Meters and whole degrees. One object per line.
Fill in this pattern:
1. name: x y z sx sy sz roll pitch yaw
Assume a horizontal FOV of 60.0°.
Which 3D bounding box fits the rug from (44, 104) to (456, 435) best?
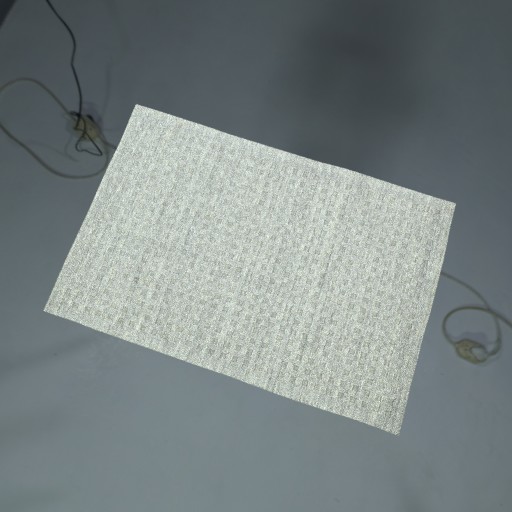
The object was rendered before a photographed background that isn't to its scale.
1. rug: 0.000 0.000 2.859 2.297 0.018 1.532 18 77 4
